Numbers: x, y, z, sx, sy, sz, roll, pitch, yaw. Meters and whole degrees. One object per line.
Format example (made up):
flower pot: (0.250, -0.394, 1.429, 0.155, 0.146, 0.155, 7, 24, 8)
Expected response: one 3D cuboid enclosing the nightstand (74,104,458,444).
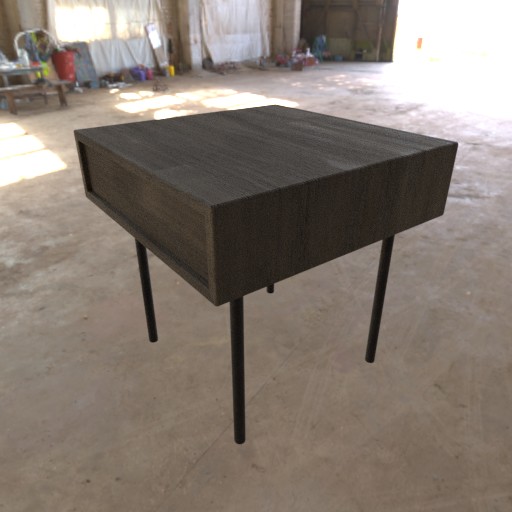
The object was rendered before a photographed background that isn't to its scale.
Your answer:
nightstand: (0.000, 0.000, 0.924, 0.503, 0.497, 0.502, -19, 34, -32)
